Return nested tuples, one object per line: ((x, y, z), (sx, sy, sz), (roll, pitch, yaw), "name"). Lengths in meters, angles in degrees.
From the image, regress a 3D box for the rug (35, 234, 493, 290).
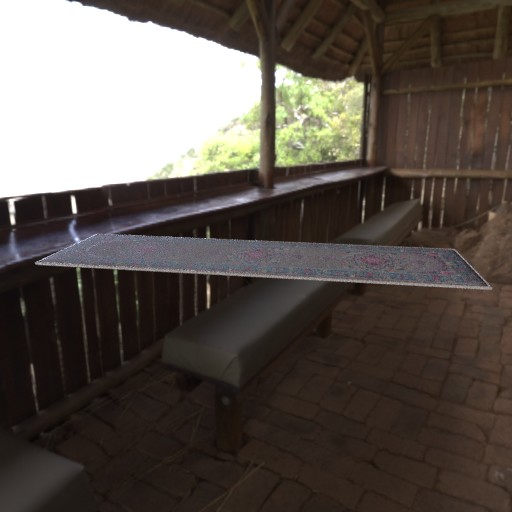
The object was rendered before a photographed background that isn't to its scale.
((0.000, 0.000, 2.505), (2.297, 0.019, 0.659), (3, 17, 9), "rug")
